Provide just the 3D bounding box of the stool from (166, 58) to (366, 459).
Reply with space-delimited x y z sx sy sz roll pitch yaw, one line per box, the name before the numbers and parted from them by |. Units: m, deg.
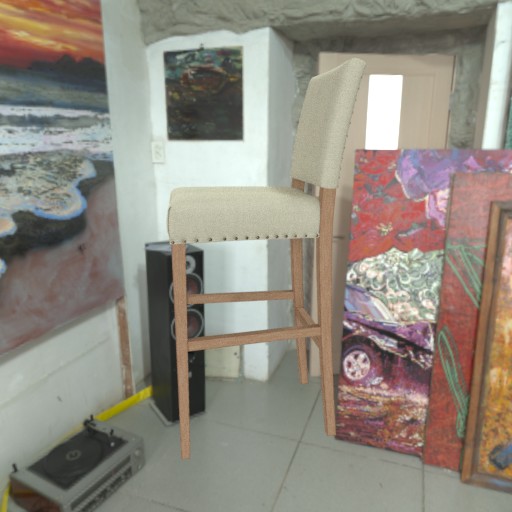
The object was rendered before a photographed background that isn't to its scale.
stool | 0.000 0.000 1.439 0.546 1.143 0.428 -2 15 -9
